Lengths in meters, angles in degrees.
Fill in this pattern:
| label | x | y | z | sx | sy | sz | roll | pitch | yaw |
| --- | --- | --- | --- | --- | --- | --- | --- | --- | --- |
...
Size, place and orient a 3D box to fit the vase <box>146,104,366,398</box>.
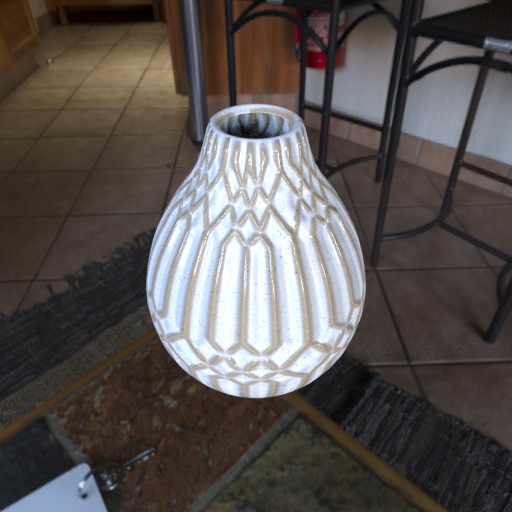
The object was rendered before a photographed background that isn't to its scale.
| label | x | y | z | sx | sy | sz | roll | pitch | yaw |
| --- | --- | --- | --- | --- | --- | --- | --- | --- | --- |
| vase | 0.000 | 0.000 | 0.315 | 0.159 | 0.200 | 0.159 | 0 | 40 | 0 |
